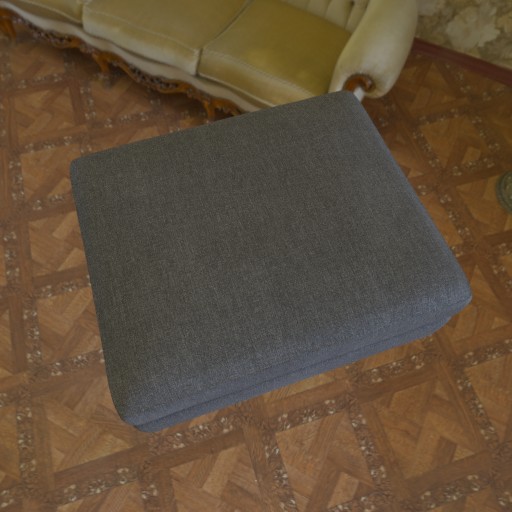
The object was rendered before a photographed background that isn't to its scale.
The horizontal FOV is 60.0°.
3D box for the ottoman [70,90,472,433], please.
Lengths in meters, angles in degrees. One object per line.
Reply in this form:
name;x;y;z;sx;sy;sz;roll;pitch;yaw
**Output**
ottoman;0.000;0.000;1.225;0.821;0.474;0.693;-17;64;-8
